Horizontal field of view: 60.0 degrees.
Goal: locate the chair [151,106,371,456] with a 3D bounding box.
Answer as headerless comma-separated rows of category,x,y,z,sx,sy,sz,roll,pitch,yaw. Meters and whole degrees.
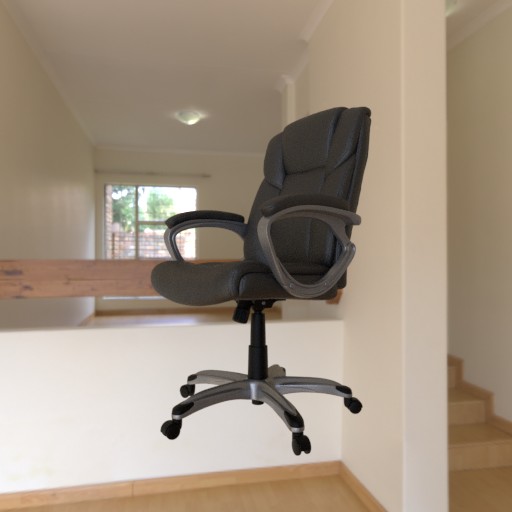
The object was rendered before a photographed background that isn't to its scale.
chair,0.000,0.000,1.579,0.719,1.130,0.721,0,0,-36
